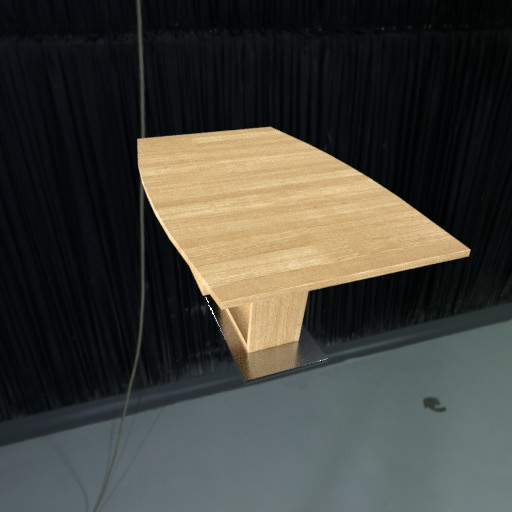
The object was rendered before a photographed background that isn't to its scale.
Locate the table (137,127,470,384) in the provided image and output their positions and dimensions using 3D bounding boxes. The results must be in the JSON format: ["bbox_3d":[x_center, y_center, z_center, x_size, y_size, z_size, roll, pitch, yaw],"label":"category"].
[{"bbox_3d":[0.000,0.000,2.039,0.900,0.748,1.598,-10,31,-17],"label":"table"}]
